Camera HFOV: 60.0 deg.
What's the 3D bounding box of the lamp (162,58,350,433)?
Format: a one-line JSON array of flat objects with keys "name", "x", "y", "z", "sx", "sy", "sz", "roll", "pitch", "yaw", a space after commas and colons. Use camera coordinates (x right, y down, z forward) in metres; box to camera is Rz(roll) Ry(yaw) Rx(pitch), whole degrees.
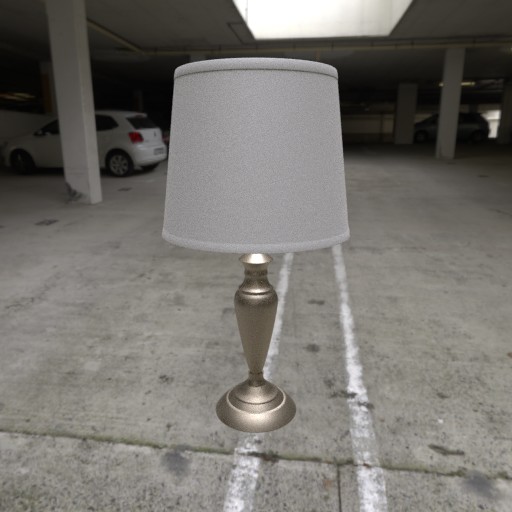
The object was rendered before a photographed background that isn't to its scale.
[{"name": "lamp", "x": 0.000, "y": 0.000, "z": 0.802, "sx": 0.328, "sy": 0.619, "sz": 0.328, "roll": 0, "pitch": 14, "yaw": 0}]
